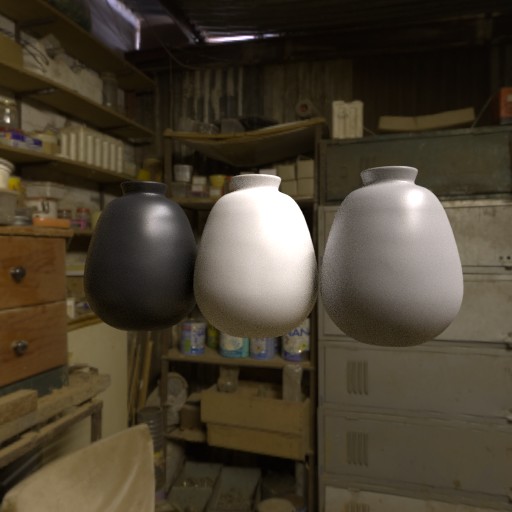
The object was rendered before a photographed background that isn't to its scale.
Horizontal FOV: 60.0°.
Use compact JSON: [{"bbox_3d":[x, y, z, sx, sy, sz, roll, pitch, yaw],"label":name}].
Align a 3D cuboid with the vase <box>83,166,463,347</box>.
[{"bbox_3d":[0.000,0.000,0.349,0.297,0.122,0.097,0,0,18],"label":"vase"}]
